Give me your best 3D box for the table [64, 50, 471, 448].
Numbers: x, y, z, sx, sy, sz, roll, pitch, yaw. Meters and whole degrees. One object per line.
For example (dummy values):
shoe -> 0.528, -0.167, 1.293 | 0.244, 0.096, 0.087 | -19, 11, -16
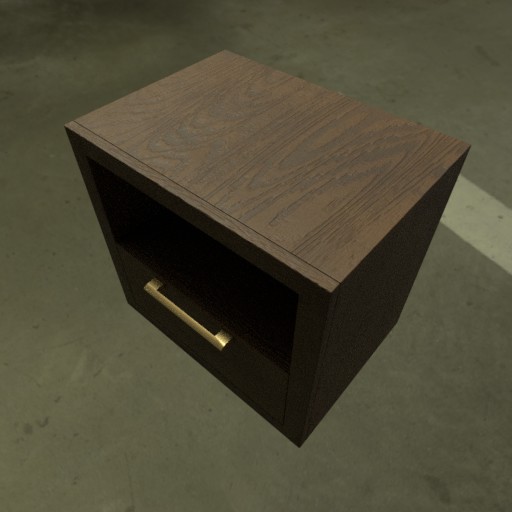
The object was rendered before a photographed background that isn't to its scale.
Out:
table -> 0.000, 0.000, 0.956 | 0.560, 0.585, 0.439 | 33, 55, 26
